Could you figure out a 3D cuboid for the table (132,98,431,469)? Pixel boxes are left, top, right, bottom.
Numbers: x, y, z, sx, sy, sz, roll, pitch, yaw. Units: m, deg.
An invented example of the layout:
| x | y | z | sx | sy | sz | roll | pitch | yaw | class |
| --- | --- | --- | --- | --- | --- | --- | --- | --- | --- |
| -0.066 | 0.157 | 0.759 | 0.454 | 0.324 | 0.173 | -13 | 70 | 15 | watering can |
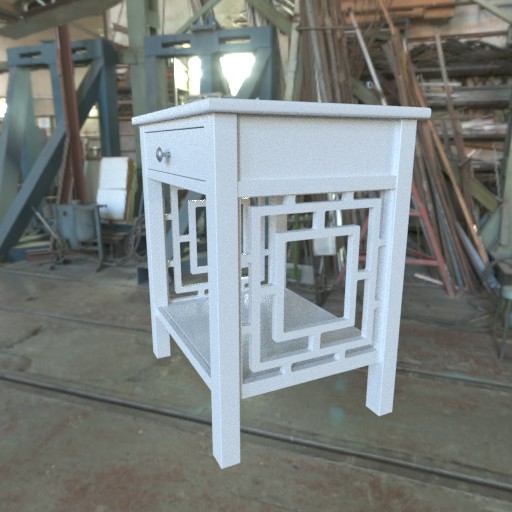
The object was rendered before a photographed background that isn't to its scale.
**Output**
| x | y | z | sx | sy | sz | roll | pitch | yaw | class |
| --- | --- | --- | --- | --- | --- | --- | --- | --- | --- |
| 0.000 | 0.000 | 1.052 | 0.451 | 0.646 | 0.564 | -7 | 16 | -25 | table |
